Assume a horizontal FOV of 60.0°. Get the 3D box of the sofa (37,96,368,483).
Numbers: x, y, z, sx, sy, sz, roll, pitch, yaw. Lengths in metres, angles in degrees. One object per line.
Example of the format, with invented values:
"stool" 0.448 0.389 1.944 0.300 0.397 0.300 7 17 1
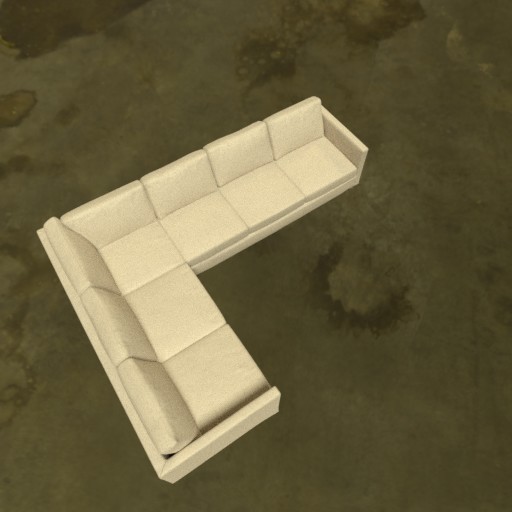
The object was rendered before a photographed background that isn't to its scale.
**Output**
"sofa" 0.000 0.000 4.140 3.182 0.863 2.432 -30 64 -17
